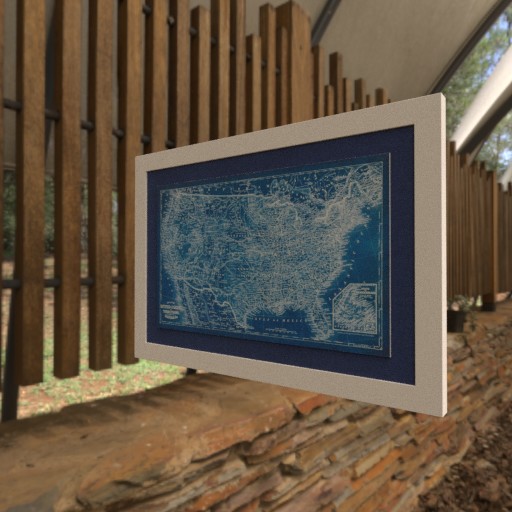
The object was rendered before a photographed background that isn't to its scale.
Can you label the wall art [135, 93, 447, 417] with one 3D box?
[{"bbox_3d":[0.000,0.000,1.632,1.308,0.902,0.051,0,-1,36],"label":"wall art"}]
